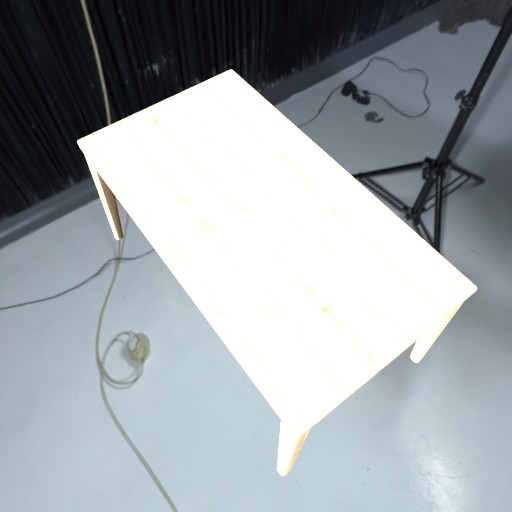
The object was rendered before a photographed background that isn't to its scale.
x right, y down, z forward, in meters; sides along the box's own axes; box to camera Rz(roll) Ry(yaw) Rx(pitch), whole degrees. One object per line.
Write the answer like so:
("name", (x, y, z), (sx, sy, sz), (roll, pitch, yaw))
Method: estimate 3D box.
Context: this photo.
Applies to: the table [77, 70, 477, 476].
("table", (0.000, 0.000, 2.100), (0.900, 0.760, 1.600), (-32, 64, -18))
